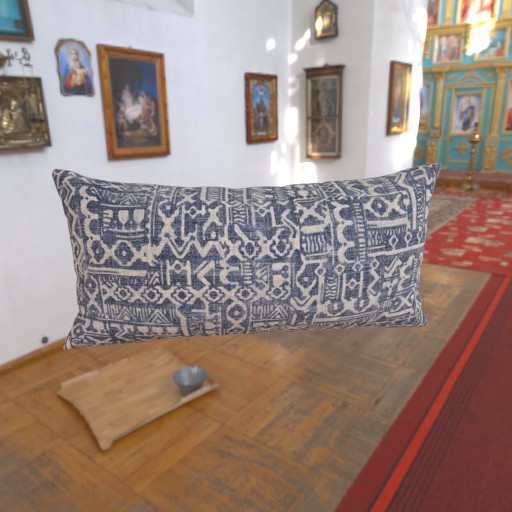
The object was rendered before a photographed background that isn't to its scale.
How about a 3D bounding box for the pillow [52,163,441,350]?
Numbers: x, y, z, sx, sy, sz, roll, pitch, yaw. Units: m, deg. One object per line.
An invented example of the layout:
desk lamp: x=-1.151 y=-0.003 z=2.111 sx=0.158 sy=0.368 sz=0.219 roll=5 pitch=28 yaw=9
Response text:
pillow: x=0.000 y=0.000 z=0.724 sx=0.631 sy=0.292 sz=0.148 roll=-2 pitch=16 yaw=-8
